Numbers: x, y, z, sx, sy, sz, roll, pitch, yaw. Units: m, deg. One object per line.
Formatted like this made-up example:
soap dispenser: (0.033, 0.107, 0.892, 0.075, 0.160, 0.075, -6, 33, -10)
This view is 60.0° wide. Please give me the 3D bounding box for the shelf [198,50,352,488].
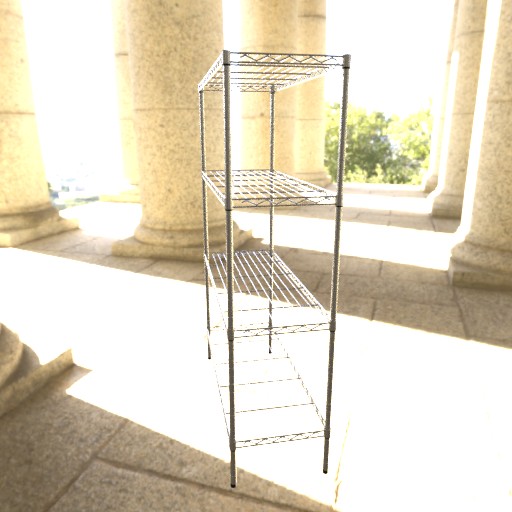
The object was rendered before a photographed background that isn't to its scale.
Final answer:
shelf: (0.000, 0.000, 1.765, 0.352, 1.360, 0.907, -3, 16, -11)
